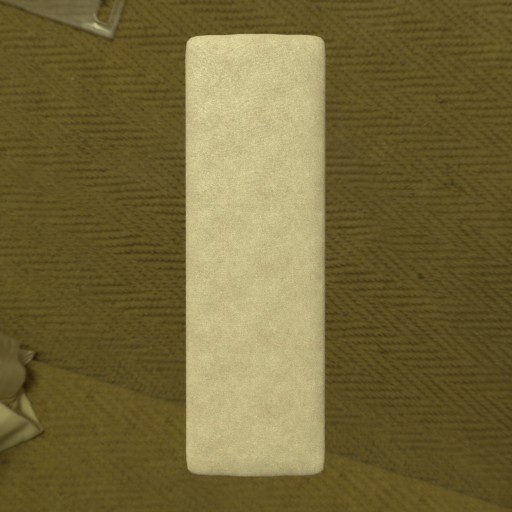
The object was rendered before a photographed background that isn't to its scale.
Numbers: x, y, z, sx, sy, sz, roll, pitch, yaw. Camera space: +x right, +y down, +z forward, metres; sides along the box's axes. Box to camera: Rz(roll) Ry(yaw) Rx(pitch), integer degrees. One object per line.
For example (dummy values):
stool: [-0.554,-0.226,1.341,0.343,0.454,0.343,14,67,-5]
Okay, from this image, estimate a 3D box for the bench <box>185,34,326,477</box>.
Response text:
bench: [0.000,0.000,1.675,0.470,0.447,1.482,0,91,0]
